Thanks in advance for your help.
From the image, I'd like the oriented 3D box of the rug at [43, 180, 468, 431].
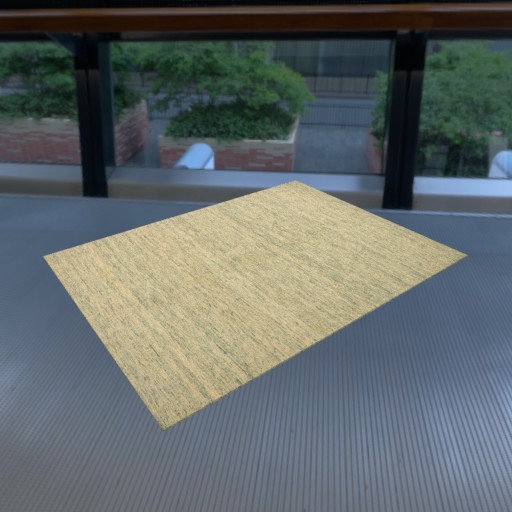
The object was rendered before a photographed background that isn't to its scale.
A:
[{"bbox_3d":[0.000,0.000,4.195,3.201,0.014,2.437,-22,37,-31],"label":"rug"}]
